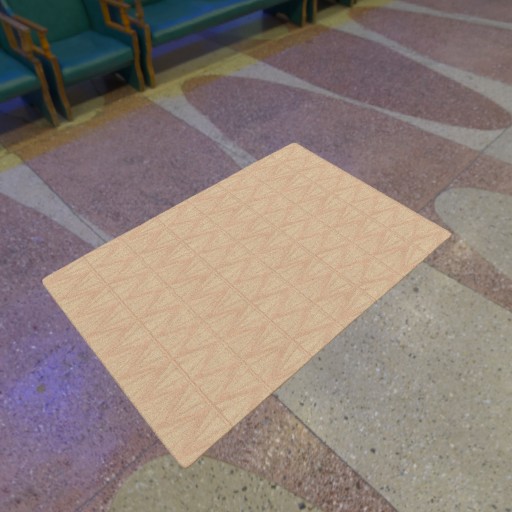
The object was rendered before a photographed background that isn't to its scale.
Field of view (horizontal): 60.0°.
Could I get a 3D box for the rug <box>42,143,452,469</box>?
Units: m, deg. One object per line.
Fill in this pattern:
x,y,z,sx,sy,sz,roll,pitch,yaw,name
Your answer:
0.000,0.000,3.056,2.390,0.015,1.609,-34,56,-27,rug
